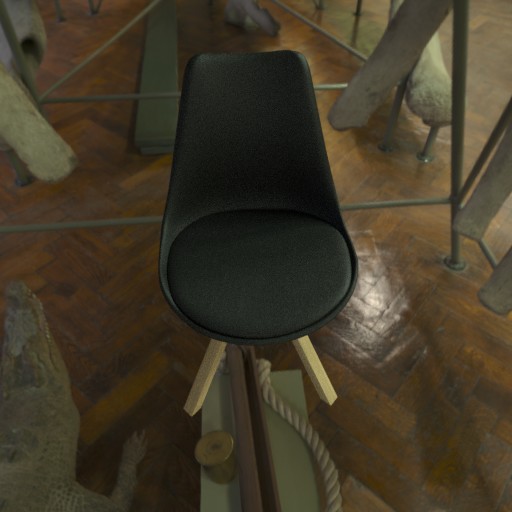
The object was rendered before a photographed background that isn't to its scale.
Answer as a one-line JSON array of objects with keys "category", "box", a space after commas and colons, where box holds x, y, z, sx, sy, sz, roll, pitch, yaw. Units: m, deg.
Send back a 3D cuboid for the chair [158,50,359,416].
[{"category": "chair", "box": [0.000, 0.000, 1.167, 0.485, 0.850, 0.549, -3, 48, -3]}]
